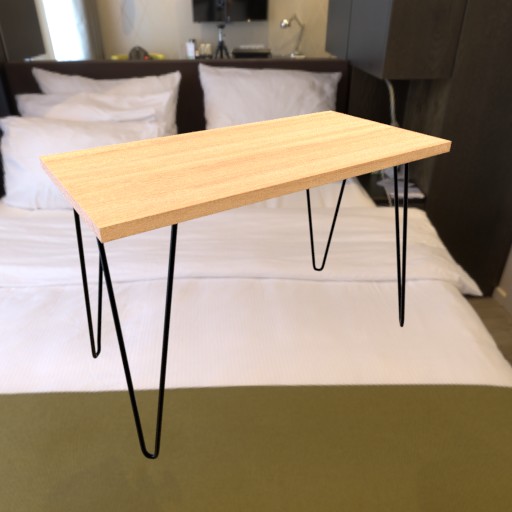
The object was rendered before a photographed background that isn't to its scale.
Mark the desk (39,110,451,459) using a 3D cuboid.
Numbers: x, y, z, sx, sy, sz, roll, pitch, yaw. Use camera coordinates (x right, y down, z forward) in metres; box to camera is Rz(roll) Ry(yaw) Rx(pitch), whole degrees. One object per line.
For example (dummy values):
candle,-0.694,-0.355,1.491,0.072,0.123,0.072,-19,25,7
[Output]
desk,0.000,0.000,1.347,0.991,0.660,0.499,-19,34,-29
